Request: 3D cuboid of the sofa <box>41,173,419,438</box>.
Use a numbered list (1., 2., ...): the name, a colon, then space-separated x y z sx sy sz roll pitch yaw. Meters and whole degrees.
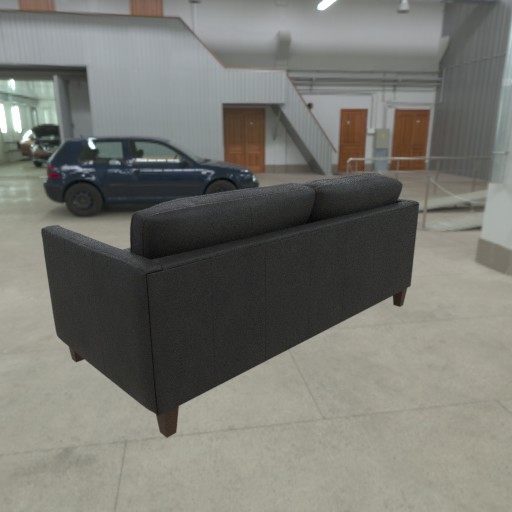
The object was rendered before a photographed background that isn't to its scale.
1. sofa: 0.000 0.000 2.458 0.933 0.863 1.971 15 22 43
